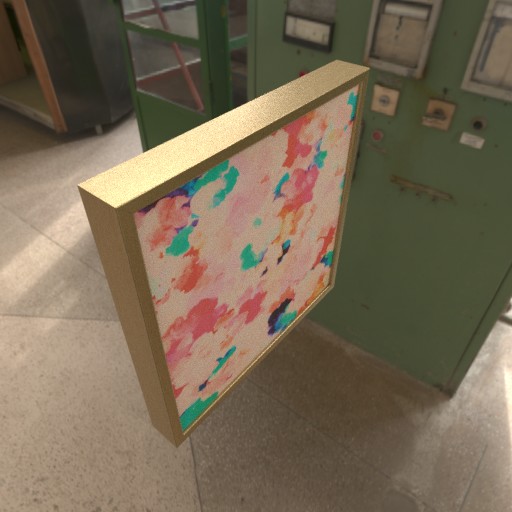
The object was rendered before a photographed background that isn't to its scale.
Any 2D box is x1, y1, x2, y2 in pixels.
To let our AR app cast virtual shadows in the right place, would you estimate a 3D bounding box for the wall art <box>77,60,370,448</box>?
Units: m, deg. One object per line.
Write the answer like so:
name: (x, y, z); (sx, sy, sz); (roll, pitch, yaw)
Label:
wall art: (0.000, 0.000, 0.456); (0.038, 0.305, 0.304); (29, 49, 28)
